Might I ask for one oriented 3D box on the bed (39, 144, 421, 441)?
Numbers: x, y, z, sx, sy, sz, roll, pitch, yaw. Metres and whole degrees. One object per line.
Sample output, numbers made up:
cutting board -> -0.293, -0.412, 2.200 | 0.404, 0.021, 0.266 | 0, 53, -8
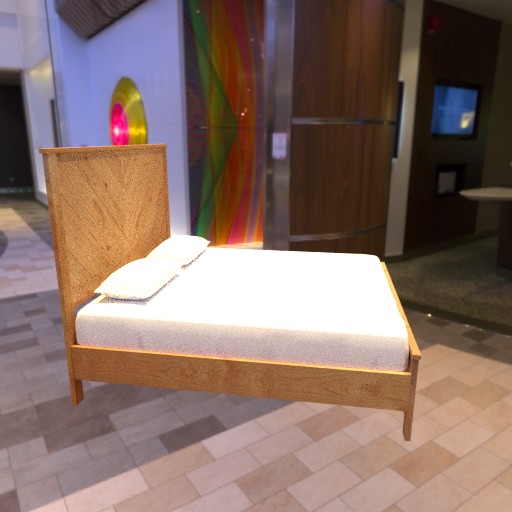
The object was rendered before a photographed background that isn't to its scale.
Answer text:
bed -> 0.000, 0.000, 4.027 | 2.530, 1.938, 2.225 | 3, 15, 9
